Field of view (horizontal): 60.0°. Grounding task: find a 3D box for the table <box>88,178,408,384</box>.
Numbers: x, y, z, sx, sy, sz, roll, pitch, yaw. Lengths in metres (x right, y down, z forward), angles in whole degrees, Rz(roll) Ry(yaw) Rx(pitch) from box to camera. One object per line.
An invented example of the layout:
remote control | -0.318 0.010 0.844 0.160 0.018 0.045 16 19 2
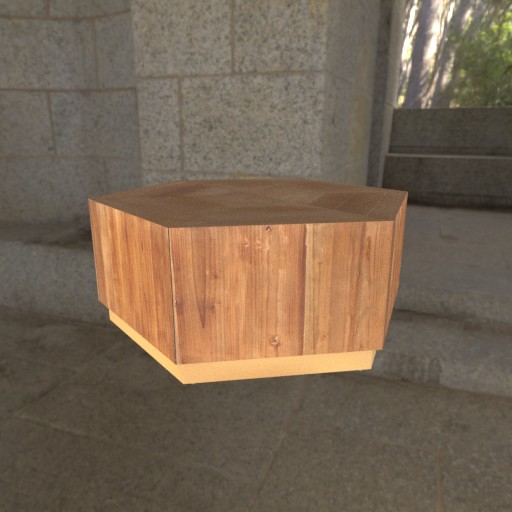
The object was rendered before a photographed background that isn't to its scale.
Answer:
table | 0.000 0.000 1.650 1.154 0.456 1.000 -2 17 -8
